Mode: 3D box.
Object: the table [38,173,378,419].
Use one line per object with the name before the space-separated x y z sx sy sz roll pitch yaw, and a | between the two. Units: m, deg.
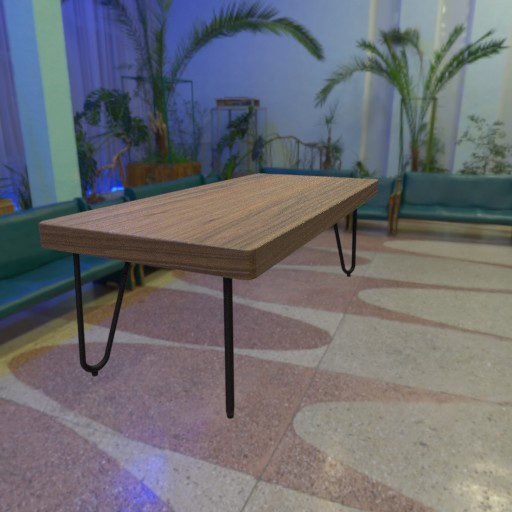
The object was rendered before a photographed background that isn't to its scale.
table | 0.000 0.000 1.692 0.637 0.468 1.375 8 18 24
